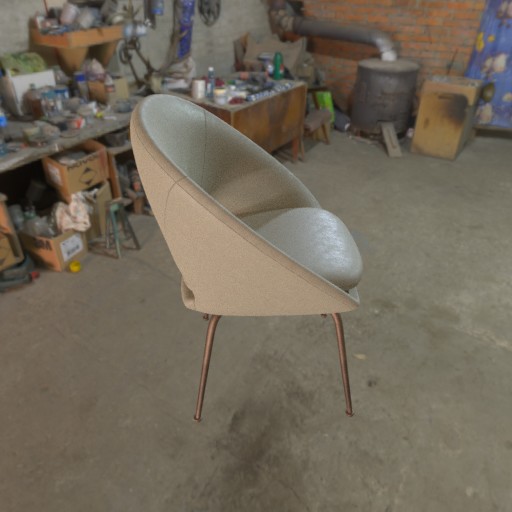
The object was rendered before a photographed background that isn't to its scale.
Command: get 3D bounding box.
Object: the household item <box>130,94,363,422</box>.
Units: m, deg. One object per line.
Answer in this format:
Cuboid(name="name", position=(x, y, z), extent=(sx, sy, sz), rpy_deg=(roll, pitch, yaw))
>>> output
Cuboid(name="household item", position=(0.000, 0.000, 1.255), extent=(0.573, 0.852, 0.623), rpy_deg=(-1, 33, -2))
